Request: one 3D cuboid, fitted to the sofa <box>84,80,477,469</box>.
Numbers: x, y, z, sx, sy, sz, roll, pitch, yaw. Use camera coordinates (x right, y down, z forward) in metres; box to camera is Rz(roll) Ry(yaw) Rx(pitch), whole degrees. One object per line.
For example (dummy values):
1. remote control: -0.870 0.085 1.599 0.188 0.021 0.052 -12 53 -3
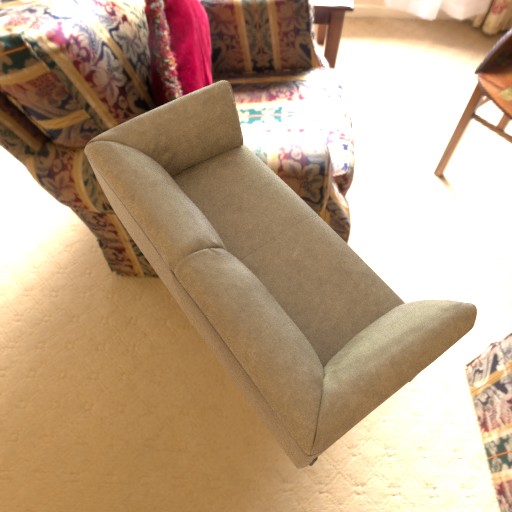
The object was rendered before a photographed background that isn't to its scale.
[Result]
1. sofa: 0.000 0.000 2.304 0.905 0.747 1.878 -32 63 -18
